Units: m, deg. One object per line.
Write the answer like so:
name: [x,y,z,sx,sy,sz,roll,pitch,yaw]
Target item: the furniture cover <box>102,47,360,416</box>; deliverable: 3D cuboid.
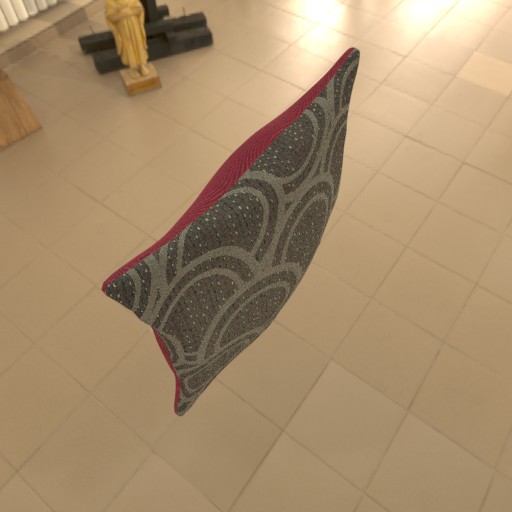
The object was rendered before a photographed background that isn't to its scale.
furniture cover: [0.000,0.000,0.766,0.163,0.513,0.514,32,62,19]
